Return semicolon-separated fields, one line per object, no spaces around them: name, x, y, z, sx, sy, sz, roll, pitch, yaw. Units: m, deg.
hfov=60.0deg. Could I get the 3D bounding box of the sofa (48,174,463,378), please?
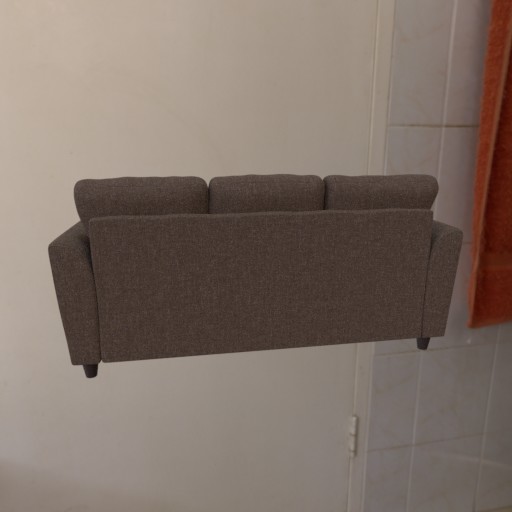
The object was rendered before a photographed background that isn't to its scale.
sofa;0.000;0.000;2.365;1.847;0.891;0.837;-2;14;-10
